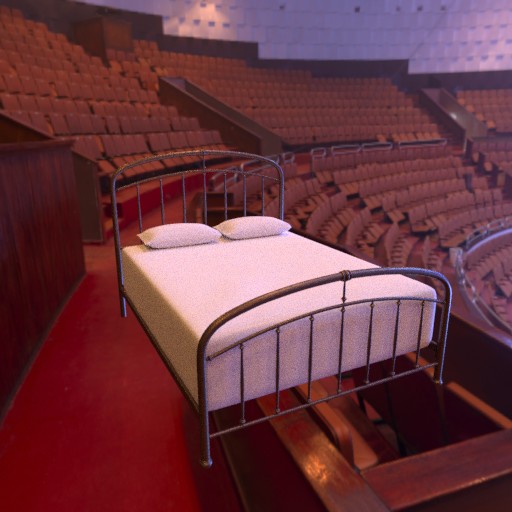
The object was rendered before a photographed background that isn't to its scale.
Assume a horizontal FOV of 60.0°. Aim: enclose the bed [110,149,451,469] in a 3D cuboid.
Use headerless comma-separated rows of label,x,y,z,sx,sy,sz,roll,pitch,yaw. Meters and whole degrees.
bed,0.000,0.000,3.311,1.711,1.475,2.168,-8,18,-26
